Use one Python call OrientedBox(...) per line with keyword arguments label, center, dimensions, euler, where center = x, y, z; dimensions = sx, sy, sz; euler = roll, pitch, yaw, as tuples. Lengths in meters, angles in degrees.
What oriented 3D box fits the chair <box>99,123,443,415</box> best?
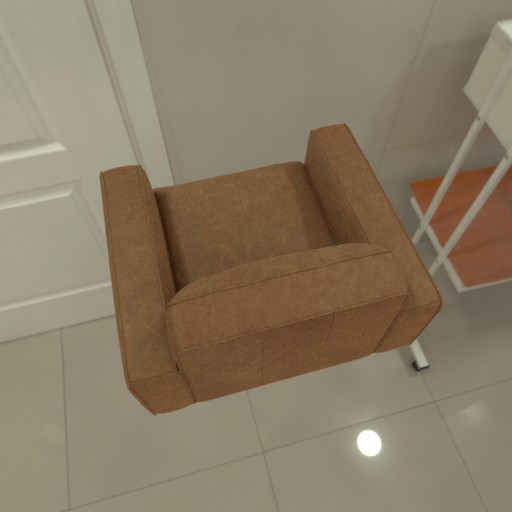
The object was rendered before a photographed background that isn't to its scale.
OrientedBox(label="chair", center=(0.000, 0.000, 1.810), dimensions=(1.118, 0.782, 0.952), euler=(-13, 59, -8))
